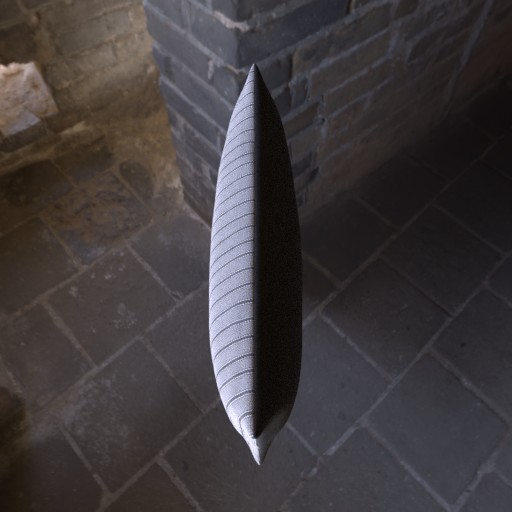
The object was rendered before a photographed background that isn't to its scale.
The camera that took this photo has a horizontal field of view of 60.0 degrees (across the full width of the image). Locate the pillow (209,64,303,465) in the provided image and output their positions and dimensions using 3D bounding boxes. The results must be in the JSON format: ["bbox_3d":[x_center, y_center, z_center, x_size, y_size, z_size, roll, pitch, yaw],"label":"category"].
[{"bbox_3d":[0.000,0.000,0.739,0.151,0.305,0.609,0,60,0],"label":"pillow"}]
